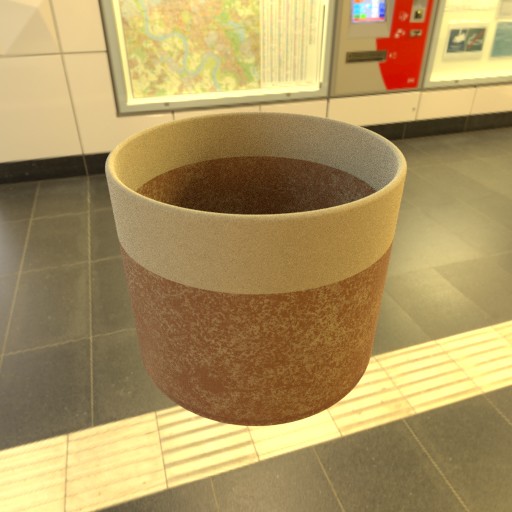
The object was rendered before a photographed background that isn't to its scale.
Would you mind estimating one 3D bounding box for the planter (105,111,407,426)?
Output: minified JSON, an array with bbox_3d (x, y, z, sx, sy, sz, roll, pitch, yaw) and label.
[{"bbox_3d":[0.000,0.000,0.278,0.159,0.138,0.159,0,33,0],"label":"planter"}]
